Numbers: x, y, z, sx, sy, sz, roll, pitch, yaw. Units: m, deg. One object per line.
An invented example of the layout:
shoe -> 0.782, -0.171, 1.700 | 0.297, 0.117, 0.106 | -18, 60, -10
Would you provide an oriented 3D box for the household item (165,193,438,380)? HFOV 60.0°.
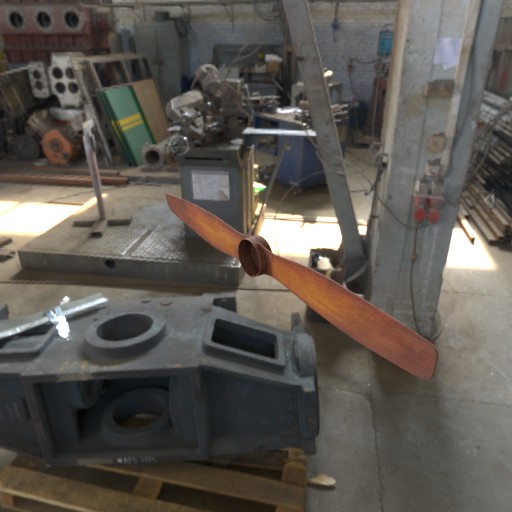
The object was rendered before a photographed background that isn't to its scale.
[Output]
household item -> 0.000, 0.000, 1.273 | 0.051, 0.121, 1.181 | -17, 31, -31
